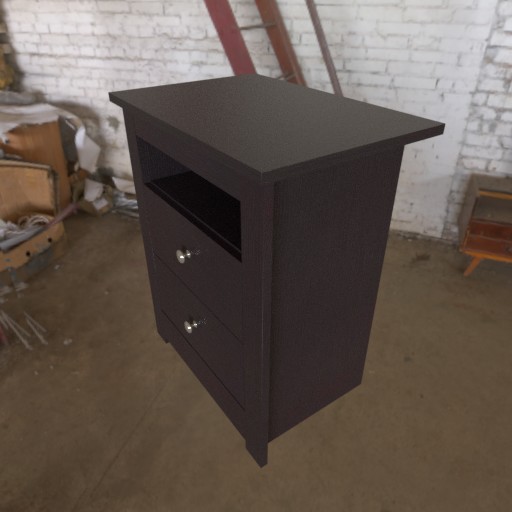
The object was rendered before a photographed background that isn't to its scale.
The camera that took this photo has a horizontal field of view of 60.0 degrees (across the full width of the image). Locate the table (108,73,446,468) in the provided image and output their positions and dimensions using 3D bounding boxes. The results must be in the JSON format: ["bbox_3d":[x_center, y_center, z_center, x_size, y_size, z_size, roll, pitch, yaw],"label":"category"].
[{"bbox_3d":[0.000,0.000,1.080,0.408,0.711,0.589,-21,38,-29],"label":"table"}]
